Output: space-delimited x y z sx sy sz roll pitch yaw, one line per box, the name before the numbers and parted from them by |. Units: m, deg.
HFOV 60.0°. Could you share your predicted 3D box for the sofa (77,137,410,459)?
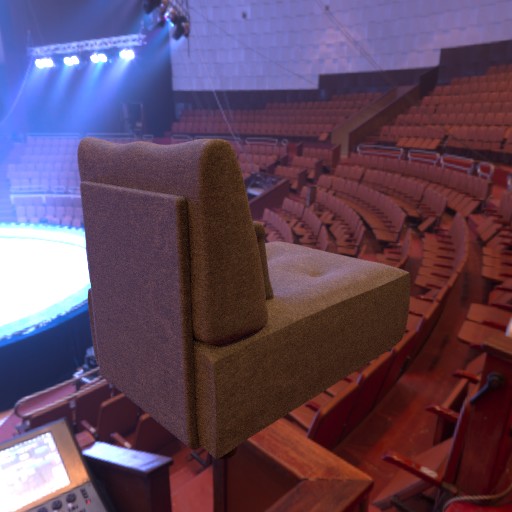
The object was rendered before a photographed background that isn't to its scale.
sofa | 0.000 0.000 1.582 1.000 0.820 0.700 -14 21 -42
